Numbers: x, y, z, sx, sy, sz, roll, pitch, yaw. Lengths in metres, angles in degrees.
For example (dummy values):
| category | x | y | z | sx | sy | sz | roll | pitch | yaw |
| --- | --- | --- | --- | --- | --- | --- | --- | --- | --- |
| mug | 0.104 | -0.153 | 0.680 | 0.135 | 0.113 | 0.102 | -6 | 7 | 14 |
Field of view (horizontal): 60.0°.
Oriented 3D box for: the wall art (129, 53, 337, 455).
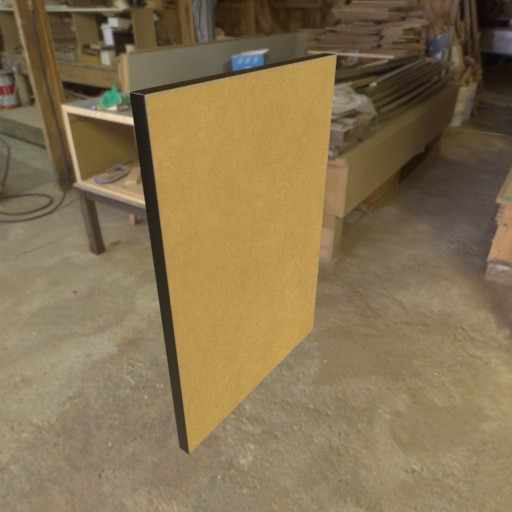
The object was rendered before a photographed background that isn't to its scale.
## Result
| category | x | y | z | sx | sy | sz | roll | pitch | yaw |
| --- | --- | --- | --- | --- | --- | --- | --- | --- | --- |
| wall art | 0.000 | 0.000 | 0.578 | 0.019 | 0.455 | 0.314 | 22 | 37 | 31 |
